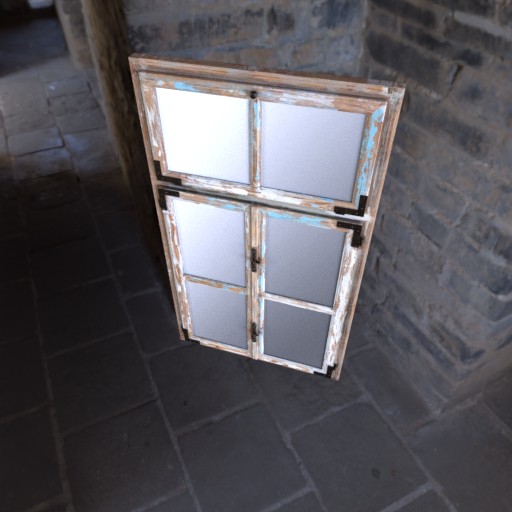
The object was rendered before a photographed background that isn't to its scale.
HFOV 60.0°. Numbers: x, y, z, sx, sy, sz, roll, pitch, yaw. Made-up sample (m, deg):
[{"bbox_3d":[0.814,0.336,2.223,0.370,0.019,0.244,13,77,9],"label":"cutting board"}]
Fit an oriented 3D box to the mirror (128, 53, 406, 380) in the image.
[{"bbox_3d":[0.000,0.000,1.492,0.707,1.213,0.083,12,44,13],"label":"mirror"}]
